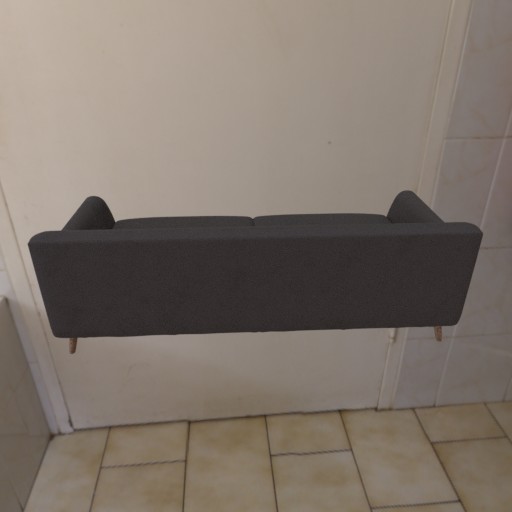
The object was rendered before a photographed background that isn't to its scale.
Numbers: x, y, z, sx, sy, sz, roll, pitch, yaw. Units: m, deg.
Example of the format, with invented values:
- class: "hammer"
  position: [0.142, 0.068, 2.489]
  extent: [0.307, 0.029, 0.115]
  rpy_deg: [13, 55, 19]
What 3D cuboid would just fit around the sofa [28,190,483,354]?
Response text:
- class: "sofa"
  position: [0.000, 0.000, 2.657]
  extent: [2.190, 0.740, 0.900]
  rpy_deg: [-1, 29, -3]
